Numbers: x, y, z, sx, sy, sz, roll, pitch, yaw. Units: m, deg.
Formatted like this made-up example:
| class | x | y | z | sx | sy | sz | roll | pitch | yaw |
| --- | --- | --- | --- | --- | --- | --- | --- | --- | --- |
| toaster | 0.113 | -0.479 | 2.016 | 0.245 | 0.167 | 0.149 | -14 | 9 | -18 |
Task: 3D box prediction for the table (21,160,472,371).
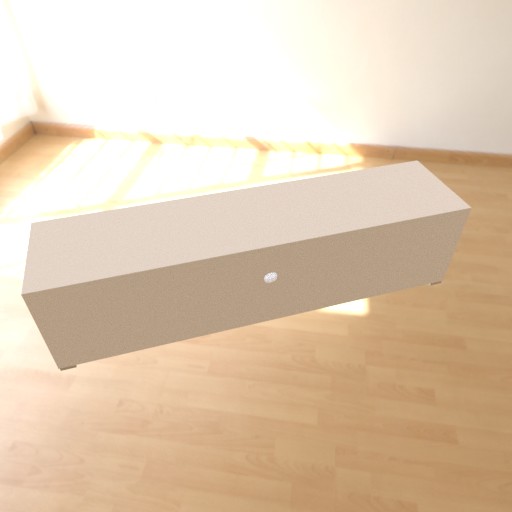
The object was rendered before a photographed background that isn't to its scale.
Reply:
| class | x | y | z | sx | sy | sz | roll | pitch | yaw |
| --- | --- | --- | --- | --- | --- | --- | --- | --- | --- |
| table | 0.000 | 0.000 | 1.842 | 1.650 | 0.420 | 0.390 | -11 | 43 | -12 |
